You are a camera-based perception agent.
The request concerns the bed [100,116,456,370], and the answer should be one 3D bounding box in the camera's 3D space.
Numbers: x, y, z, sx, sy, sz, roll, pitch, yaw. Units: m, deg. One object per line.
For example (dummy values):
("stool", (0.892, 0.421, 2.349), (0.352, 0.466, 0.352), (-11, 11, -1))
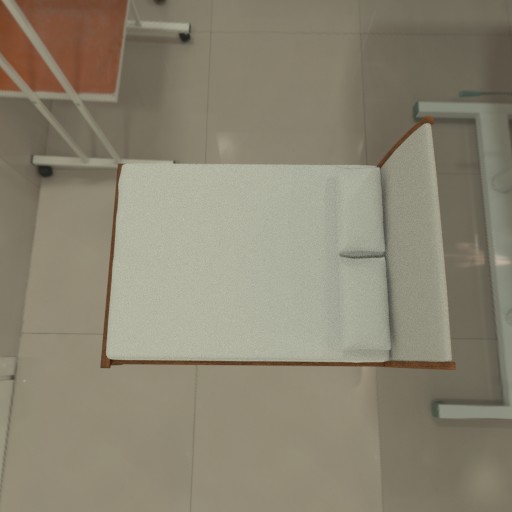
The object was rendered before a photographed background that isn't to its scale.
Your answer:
("bed", (0.000, 0.000, 3.002), (2.108, 1.135, 1.502), (1, 77, 0))
